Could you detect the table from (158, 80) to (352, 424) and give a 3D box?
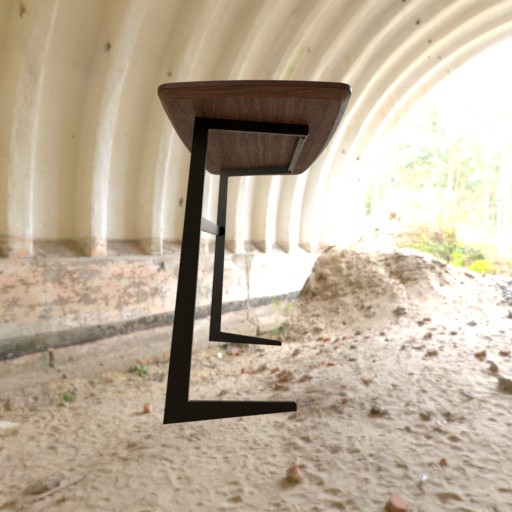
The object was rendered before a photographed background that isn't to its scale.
[{"bbox_3d":[0.000,0.000,1.116,0.361,0.576,0.804,0,1,0],"label":"table"}]
